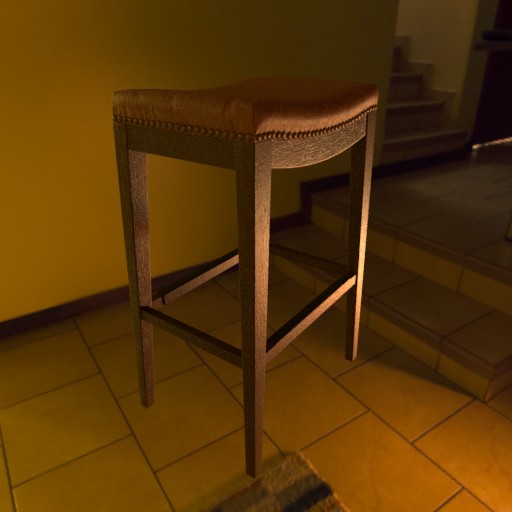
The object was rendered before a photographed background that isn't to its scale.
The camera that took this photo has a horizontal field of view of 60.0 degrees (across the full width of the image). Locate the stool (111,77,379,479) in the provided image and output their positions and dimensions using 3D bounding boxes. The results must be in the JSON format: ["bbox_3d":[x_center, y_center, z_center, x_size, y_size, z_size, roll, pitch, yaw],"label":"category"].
[{"bbox_3d":[0.000,0.000,1.050,0.361,0.759,0.500,18,31,32],"label":"stool"}]
